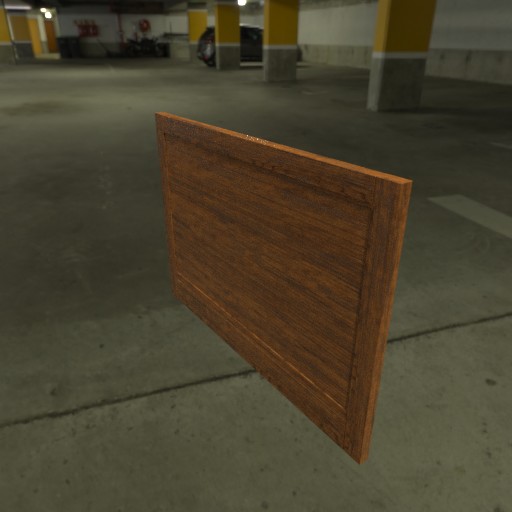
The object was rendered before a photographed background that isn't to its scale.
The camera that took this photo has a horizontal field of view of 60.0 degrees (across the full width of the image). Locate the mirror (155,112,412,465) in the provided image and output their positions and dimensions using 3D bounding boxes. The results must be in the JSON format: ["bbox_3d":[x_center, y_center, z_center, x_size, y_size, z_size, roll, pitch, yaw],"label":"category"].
[{"bbox_3d":[0.000,0.000,0.994,0.084,0.537,0.758,-18,31,-32],"label":"mirror"}]
